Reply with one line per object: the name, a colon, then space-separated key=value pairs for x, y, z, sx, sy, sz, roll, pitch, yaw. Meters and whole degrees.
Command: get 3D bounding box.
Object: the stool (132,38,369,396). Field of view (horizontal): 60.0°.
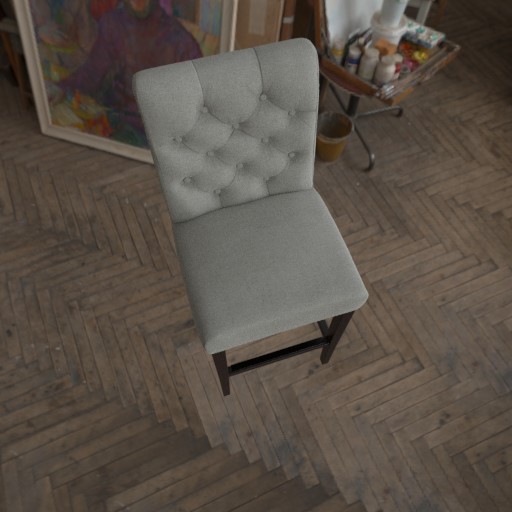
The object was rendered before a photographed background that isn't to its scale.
stool: x=0.000 y=0.000 z=1.461 sx=0.493 sy=1.140 sz=0.601 roll=-16 pitch=63 yaw=-8
